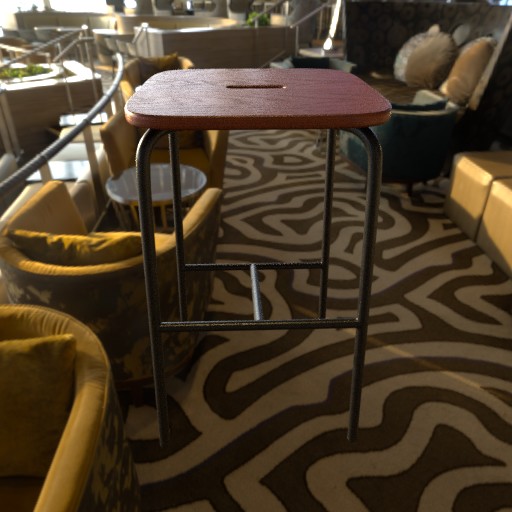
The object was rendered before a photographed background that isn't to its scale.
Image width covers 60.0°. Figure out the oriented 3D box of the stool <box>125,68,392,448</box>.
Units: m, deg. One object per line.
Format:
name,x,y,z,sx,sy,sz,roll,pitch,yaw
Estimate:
stool,0.000,0.000,0.841,0.376,0.610,0.376,-1,31,-2
